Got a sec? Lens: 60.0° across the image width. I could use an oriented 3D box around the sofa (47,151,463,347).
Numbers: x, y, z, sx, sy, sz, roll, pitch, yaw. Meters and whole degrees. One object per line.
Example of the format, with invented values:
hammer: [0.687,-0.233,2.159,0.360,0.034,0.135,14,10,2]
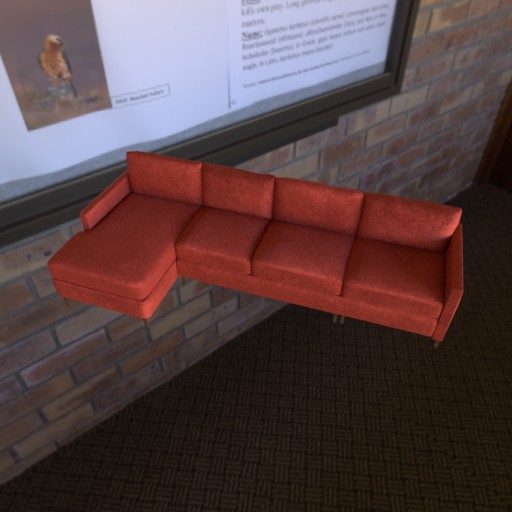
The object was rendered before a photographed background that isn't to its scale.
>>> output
sofa: [0.000,0.000,3.992,3.400,0.967,1.500,13,43,14]
